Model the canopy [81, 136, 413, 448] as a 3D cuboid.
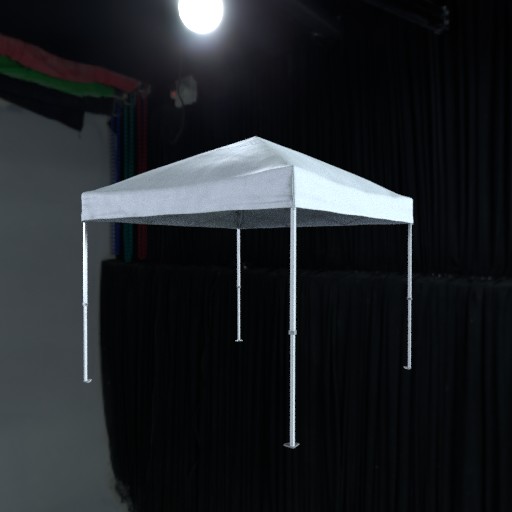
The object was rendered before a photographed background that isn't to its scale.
[{"bbox_3d":[0.000,0.000,5.586,2.998,2.997,2.996,1,1,37],"label":"canopy"}]
